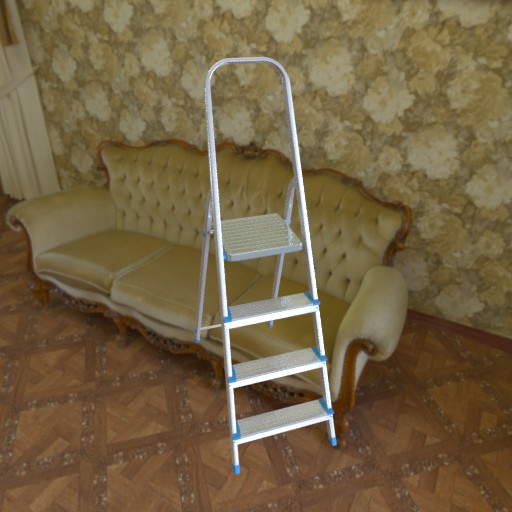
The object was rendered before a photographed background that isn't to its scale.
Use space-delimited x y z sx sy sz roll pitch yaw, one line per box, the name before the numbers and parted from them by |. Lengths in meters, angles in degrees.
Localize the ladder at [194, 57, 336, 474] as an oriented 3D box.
ladder | 0.000 0.000 1.774 0.445 1.434 0.842 -9 32 -15
